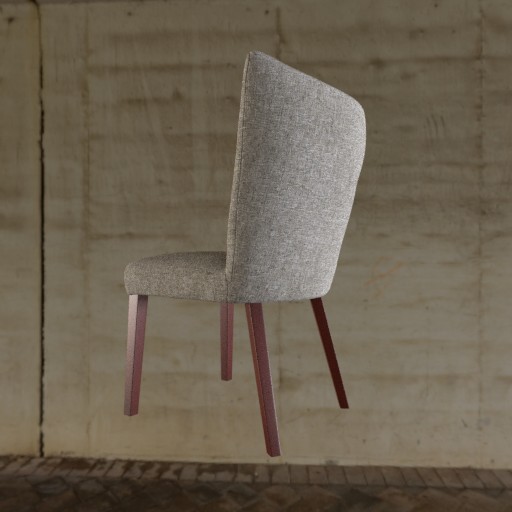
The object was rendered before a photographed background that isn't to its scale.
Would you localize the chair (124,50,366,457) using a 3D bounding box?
[{"bbox_3d":[0.000,0.000,1.304,0.623,0.924,0.535,0,0,35],"label":"chair"}]
